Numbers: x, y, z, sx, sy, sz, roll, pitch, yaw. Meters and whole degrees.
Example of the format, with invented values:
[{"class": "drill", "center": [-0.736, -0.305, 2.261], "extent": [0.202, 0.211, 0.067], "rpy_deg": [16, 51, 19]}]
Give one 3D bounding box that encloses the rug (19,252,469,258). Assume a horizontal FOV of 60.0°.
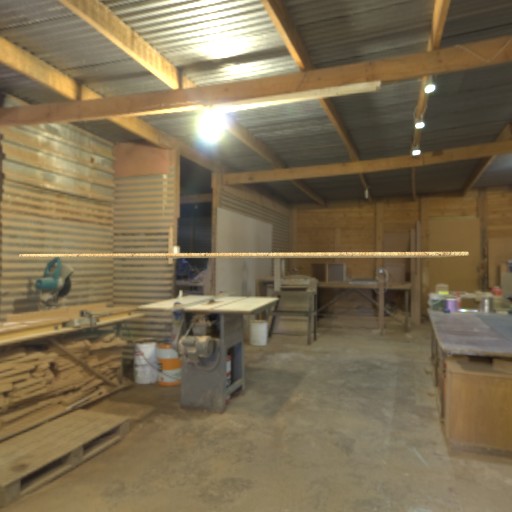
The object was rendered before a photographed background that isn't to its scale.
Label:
[{"class": "rug", "center": [0.000, 0.000, 2.848], "extent": [2.292, 0.014, 1.528], "rpy_deg": [0, -1, 18]}]
